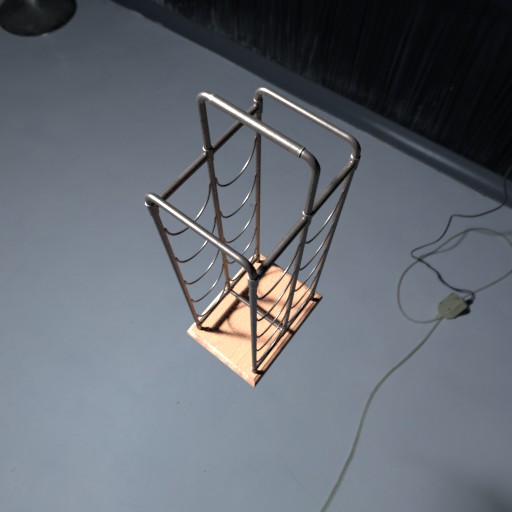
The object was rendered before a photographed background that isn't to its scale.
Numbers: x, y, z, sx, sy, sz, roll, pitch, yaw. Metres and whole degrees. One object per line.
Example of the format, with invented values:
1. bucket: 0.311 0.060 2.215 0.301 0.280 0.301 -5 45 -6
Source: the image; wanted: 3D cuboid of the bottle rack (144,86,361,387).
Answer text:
1. bottle rack: 0.000 0.000 0.790 0.208 0.680 0.276 35 69 16
